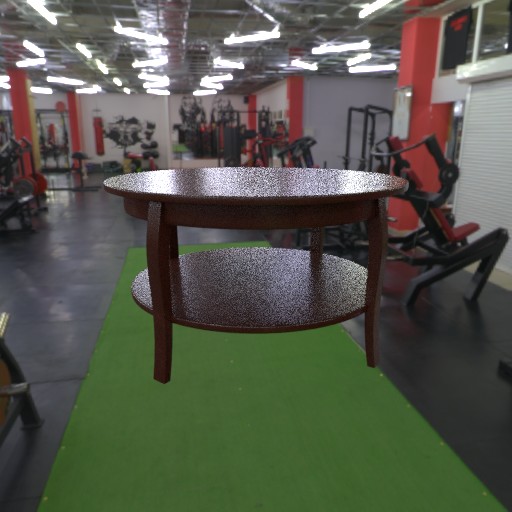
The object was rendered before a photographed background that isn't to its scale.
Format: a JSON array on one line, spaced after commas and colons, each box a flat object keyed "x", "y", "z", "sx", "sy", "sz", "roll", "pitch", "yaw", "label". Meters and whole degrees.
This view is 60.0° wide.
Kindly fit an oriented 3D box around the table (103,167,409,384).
[{"x": 0.000, "y": 0.000, "z": 1.459, "sx": 0.911, "sy": 0.512, "sz": 0.911, "roll": 0, "pitch": 15, "yaw": 0, "label": "table"}]
